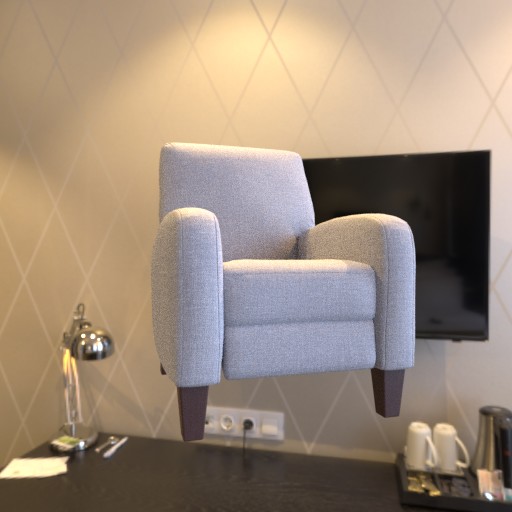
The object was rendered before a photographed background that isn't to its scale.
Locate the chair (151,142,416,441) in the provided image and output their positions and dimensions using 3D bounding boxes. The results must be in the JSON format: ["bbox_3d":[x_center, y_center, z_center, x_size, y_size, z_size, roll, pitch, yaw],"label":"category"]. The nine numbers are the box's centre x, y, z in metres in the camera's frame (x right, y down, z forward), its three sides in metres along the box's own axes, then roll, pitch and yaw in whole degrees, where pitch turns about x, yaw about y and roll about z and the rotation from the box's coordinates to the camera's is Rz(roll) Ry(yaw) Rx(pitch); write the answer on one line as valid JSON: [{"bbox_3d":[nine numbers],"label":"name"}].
[{"bbox_3d":[0.000,0.000,1.675,0.762,0.990,0.990,0,0,-17],"label":"chair"}]
